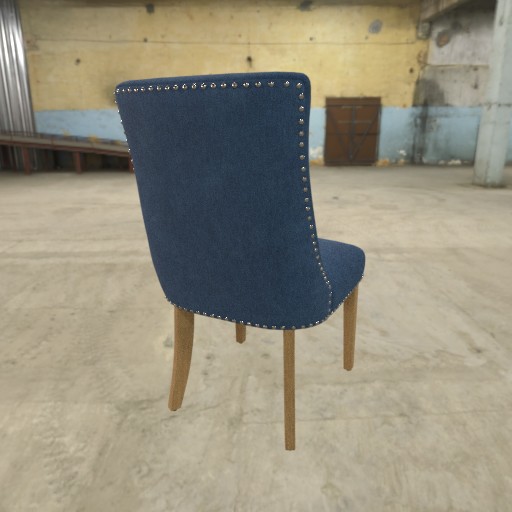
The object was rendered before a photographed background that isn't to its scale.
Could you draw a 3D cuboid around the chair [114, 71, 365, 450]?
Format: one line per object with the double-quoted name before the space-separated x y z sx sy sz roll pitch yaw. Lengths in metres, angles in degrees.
"chair" 0.000 0.000 1.252 0.495 0.902 0.610 8 18 27
